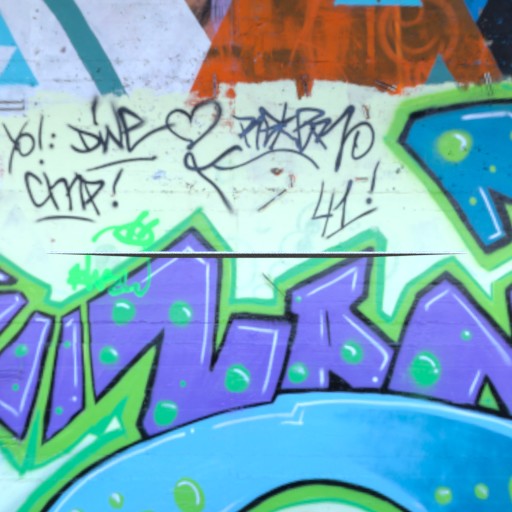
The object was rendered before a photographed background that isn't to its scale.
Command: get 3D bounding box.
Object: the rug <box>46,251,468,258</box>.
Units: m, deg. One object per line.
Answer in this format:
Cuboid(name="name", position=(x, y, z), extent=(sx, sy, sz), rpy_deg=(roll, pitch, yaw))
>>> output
Cuboid(name="rug", position=(0.000, 0.000, 3.967), extent=(2.363, 0.012, 2.980), rpy_deg=(0, -1, 0))
